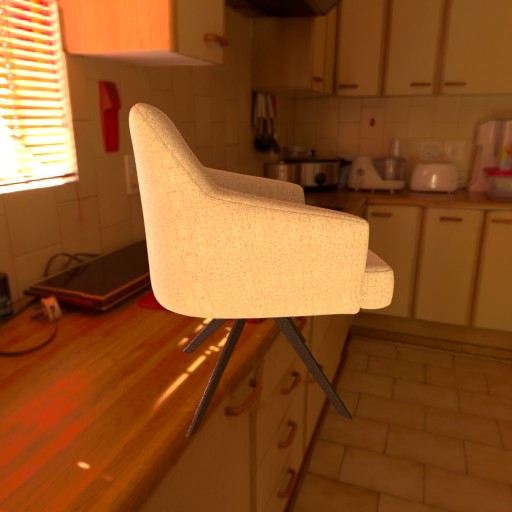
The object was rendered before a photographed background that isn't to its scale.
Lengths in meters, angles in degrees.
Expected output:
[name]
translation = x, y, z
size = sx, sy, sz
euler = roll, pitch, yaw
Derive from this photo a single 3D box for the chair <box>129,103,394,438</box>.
[chair]
translation = 0.000, 0.000, 1.361
size = 0.677, 0.874, 0.642
euler = -3, 17, -9
